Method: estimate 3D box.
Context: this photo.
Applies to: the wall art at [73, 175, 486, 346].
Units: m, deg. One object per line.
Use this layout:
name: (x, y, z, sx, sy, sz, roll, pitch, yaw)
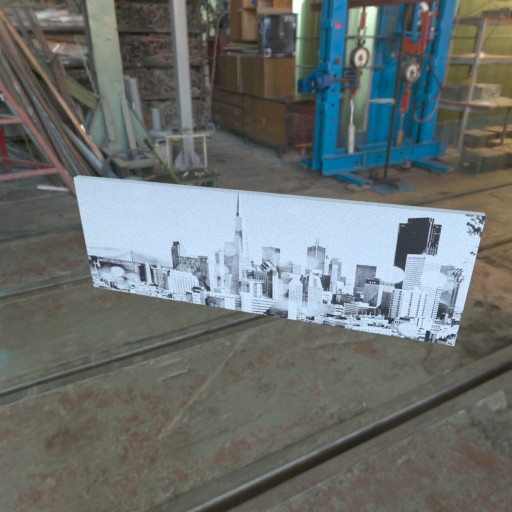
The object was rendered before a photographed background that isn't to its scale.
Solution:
wall art: (0.000, 0.000, 1.716, 1.520, 0.507, 0.039, 7, 27, 15)
